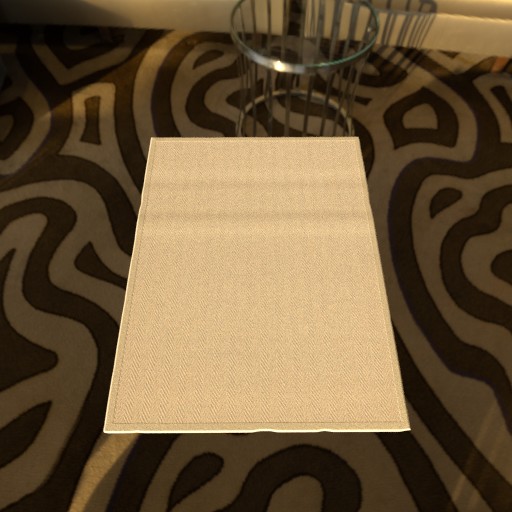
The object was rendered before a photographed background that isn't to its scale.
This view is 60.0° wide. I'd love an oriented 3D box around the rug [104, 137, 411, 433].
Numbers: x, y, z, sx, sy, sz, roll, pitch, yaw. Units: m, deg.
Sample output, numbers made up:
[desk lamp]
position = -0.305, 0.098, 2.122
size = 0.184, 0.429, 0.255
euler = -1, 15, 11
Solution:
[rug]
position = 0.000, 0.000, 4.883
size = 2.734, 0.037, 3.659
euler = 0, 59, 0
